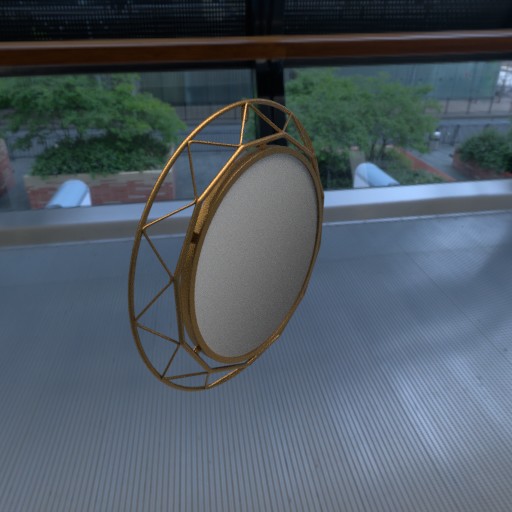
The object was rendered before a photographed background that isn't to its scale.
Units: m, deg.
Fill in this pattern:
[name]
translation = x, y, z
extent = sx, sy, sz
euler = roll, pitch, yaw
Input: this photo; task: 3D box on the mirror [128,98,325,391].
[mirror]
translation = 0.000, 0.000, 0.680
extent = 0.043, 0.454, 0.454
euler = 19, 33, 32
